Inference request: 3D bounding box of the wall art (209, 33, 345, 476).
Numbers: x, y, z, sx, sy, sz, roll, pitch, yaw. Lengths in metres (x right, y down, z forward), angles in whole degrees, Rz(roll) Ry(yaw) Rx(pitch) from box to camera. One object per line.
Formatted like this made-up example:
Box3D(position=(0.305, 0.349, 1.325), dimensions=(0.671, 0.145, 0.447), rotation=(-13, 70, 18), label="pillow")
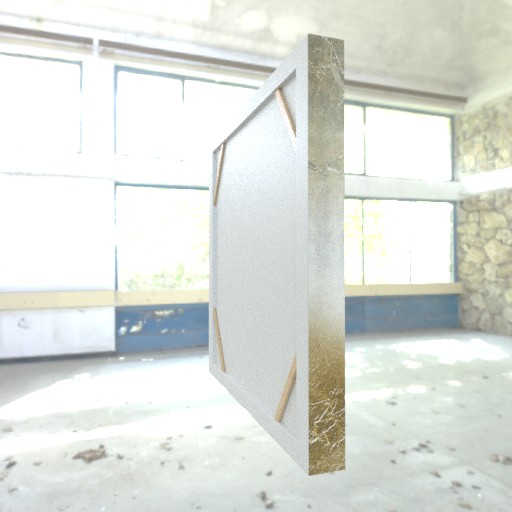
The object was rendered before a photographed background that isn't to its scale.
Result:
Box3D(position=(0.000, 0.000, 0.605), dimensions=(0.038, 0.407, 0.405), rotation=(0, -1, -19), label="wall art")
